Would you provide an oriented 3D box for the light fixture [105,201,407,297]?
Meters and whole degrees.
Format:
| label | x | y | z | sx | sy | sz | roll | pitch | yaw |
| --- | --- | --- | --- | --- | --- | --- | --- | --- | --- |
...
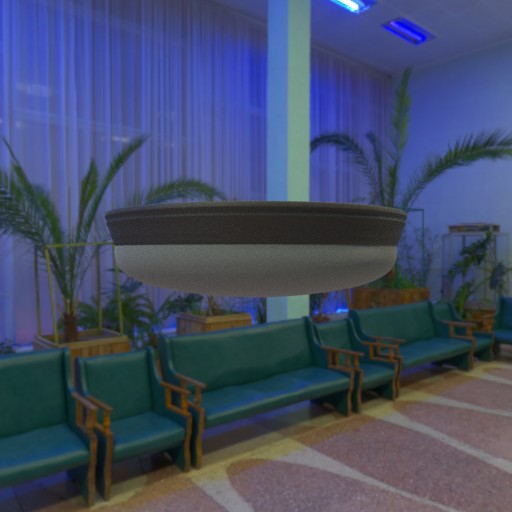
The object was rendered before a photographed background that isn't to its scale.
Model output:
| label | x | y | z | sx | sy | sz | roll | pitch | yaw |
| --- | --- | --- | --- | --- | --- | --- | --- | --- | --- |
| light fixture | 0.000 | 0.000 | 0.570 | 0.368 | 0.100 | 0.368 | 0 | 1 | 0 |
